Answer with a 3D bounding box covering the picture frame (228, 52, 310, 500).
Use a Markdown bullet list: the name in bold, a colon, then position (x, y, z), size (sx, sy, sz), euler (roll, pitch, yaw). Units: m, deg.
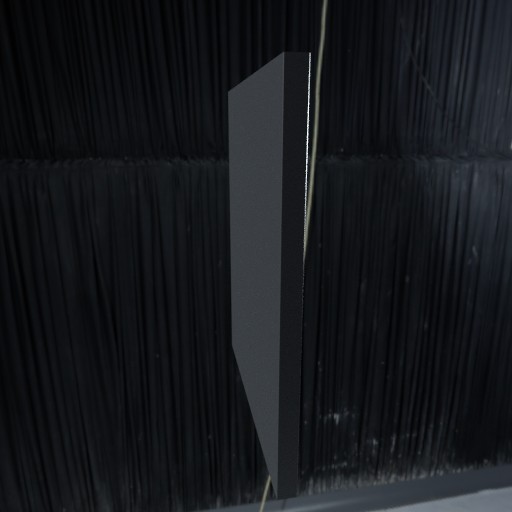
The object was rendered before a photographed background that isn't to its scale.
- **picture frame**: position (0.000, 0.000, 0.744), size (0.028, 0.556, 0.460), euler (-3, 16, -10)
